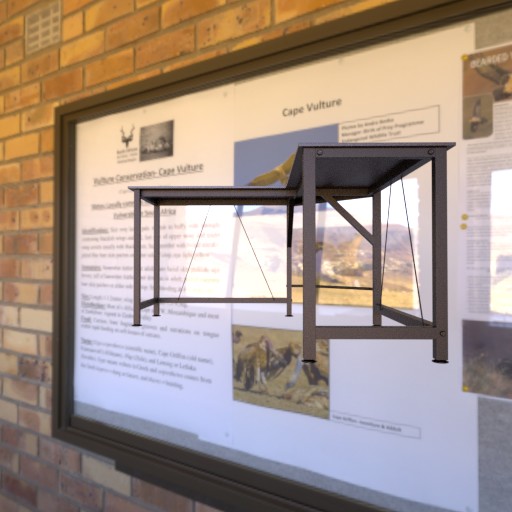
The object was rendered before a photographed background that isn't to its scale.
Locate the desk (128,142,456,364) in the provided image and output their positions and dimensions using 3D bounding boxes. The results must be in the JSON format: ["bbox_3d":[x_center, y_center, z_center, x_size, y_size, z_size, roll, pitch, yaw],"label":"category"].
[{"bbox_3d":[0.000,0.000,2.229,1.400,0.762,1.400,0,-1,1],"label":"desk"}]
